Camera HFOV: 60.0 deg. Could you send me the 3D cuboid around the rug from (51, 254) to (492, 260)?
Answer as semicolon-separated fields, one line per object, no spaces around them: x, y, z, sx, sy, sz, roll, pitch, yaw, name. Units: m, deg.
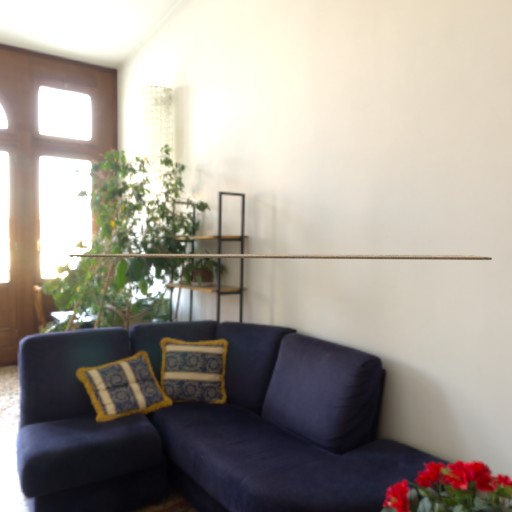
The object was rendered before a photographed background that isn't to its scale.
0.000;0.000;2.675;2.435;0.011;0.750;0;1;20;rug
